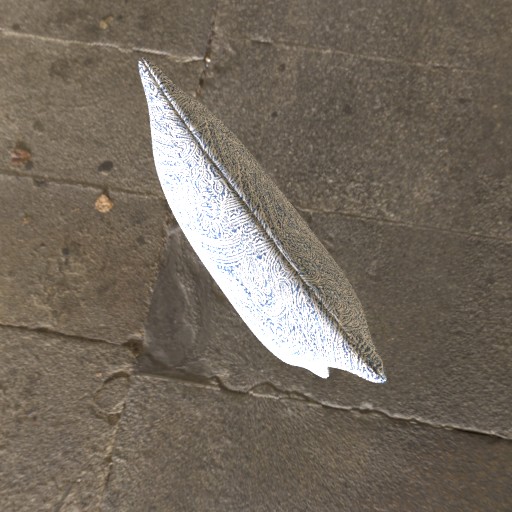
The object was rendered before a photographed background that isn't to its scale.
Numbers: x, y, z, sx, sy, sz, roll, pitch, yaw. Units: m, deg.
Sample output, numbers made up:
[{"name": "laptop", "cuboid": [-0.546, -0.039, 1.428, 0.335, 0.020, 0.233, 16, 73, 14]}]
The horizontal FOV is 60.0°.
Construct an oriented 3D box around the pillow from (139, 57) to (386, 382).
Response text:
[{"name": "pillow", "cuboid": [0.000, 0.000, 0.787, 0.166, 0.510, 0.523, -35, 78, -8]}]
